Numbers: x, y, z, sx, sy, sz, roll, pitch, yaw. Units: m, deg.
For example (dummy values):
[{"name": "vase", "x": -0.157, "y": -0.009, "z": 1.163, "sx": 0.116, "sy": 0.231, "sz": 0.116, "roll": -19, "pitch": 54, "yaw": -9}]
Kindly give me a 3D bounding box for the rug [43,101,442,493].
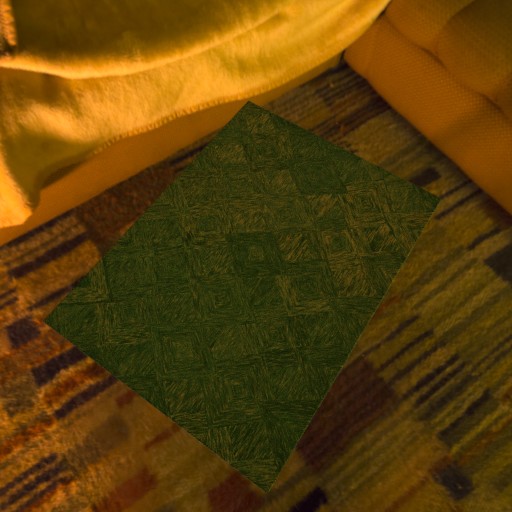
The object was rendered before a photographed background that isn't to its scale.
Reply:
[{"name": "rug", "x": 0.000, "y": 0.000, "z": 4.243, "sx": 2.405, "sy": 0.027, "sz": 3.217, "roll": 31, "pitch": 68, "yaw": 15}]
